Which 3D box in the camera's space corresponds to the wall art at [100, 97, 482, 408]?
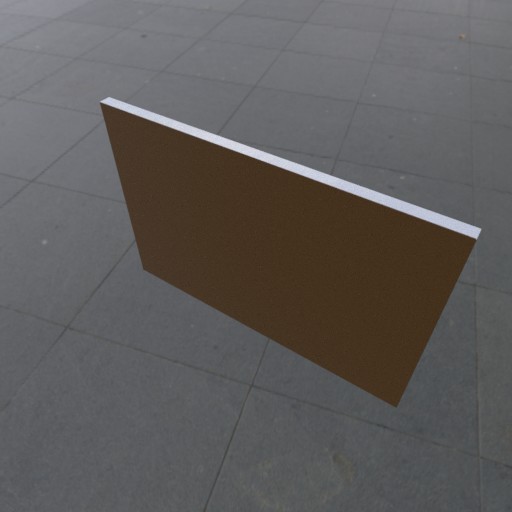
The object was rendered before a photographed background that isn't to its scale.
[{"bbox_3d":[0.000,0.000,1.439,1.145,0.762,0.041,25,50,23],"label":"wall art"}]
